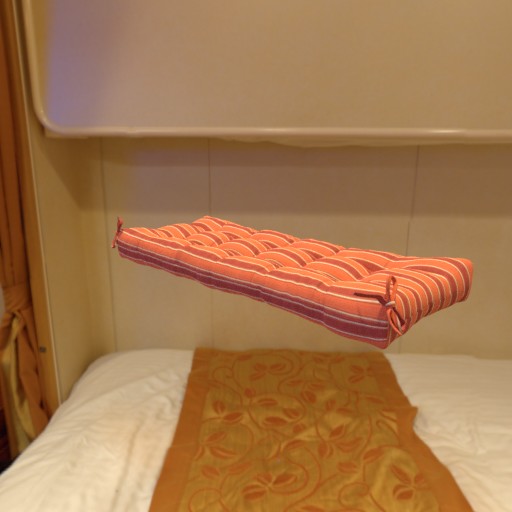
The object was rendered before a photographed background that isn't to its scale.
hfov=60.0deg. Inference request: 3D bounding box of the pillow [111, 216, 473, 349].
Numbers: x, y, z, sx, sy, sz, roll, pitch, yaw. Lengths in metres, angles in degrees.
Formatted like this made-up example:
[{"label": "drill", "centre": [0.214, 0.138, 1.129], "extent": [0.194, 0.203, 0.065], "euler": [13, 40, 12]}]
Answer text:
[{"label": "pillow", "centre": [0.000, 0.000, 1.387], "extent": [0.511, 0.174, 1.194], "euler": [-13, 19, -43]}]
